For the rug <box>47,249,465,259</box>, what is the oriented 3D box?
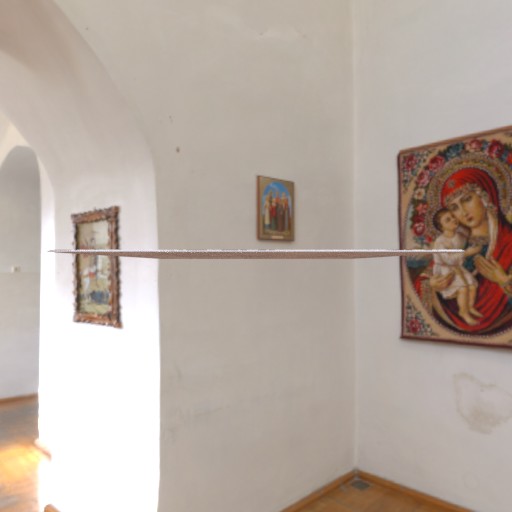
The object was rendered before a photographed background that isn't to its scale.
[{"bbox_3d":[0.000,0.000,4.073,2.423,0.014,3.040,0,-1,0],"label":"rug"}]
